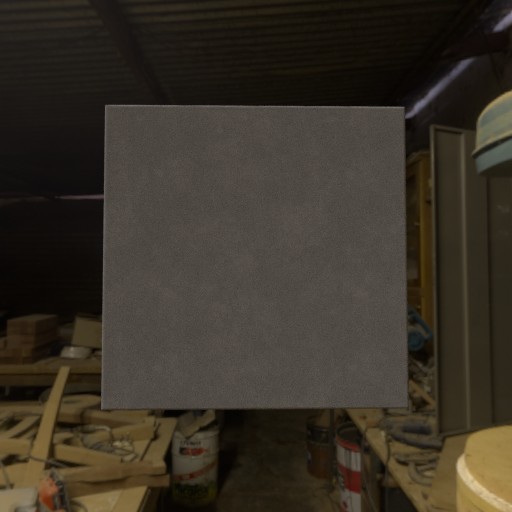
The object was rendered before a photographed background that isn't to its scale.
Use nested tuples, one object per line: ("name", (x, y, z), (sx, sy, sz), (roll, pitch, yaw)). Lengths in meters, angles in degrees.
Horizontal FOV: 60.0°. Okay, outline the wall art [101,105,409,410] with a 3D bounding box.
("wall art", (0.000, 0.000, 0.449), (0.303, 0.303, 0.015), (0, -2, -1))
